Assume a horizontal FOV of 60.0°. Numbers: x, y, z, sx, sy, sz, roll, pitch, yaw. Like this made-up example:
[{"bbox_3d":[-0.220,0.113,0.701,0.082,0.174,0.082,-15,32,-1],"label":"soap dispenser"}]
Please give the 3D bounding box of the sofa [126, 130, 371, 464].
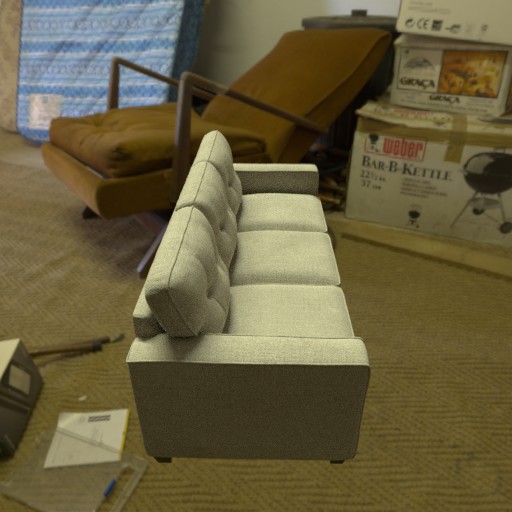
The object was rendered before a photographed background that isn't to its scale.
[{"bbox_3d":[0.000,0.000,2.614,0.939,0.965,2.133,1,32,1],"label":"sofa"}]
